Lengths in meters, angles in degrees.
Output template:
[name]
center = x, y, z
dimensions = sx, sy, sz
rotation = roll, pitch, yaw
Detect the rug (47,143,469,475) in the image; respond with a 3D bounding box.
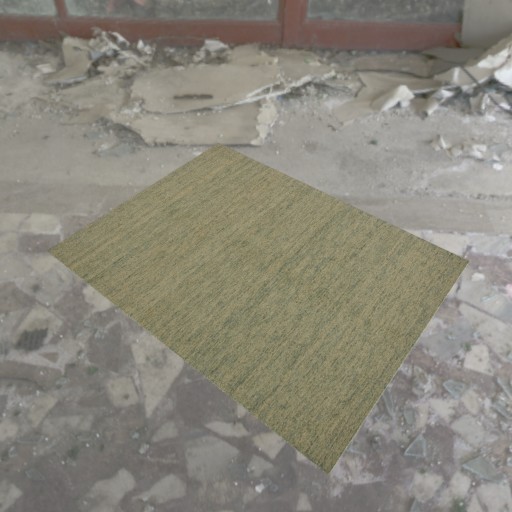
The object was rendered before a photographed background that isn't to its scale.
[rug]
center = 0.000, 0.000, 4.215
dimensions = 3.201, 0.014, 2.437
rotation = 31, 54, 26
